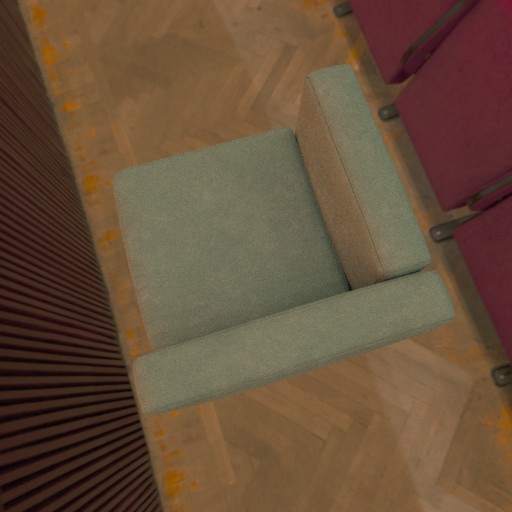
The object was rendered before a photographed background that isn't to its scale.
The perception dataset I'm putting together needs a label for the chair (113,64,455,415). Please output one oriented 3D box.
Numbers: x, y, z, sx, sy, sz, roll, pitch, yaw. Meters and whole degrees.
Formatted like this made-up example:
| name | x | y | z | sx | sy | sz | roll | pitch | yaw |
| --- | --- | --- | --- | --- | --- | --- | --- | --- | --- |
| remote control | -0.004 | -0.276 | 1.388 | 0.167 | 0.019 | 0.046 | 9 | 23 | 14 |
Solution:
| name | x | y | z | sx | sy | sz | roll | pitch | yaw |
| --- | --- | --- | --- | --- | --- | --- | --- | --- | --- |
| chair | 0.000 | 0.000 | 1.249 | 0.680 | 0.660 | 0.680 | -16 | 75 | -4 |
